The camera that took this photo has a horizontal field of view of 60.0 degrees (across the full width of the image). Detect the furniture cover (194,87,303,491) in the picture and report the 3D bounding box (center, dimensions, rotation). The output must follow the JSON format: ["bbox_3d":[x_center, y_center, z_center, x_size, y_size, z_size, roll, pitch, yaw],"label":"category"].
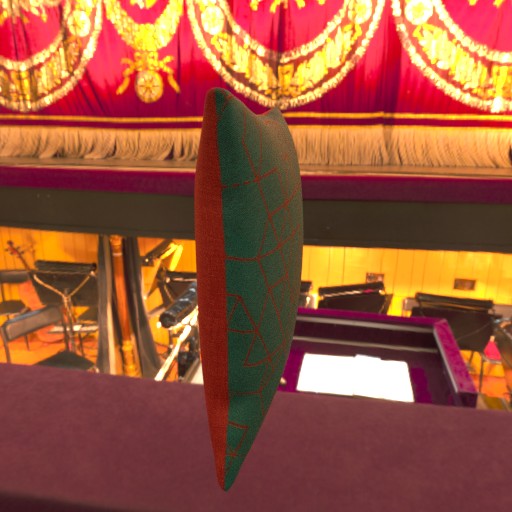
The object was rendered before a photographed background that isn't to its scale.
[{"bbox_3d":[0.000,0.000,0.764,0.158,0.508,0.517,3,17,9],"label":"furniture cover"}]
